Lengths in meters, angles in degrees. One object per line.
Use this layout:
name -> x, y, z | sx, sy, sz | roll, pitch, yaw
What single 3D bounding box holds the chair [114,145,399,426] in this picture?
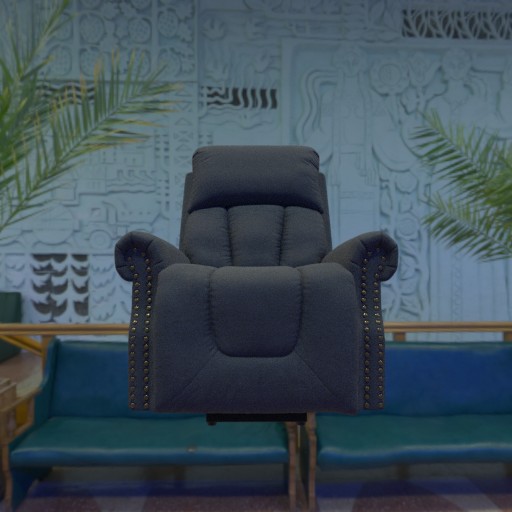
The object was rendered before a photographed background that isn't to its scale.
chair -> 0.000, 0.000, 1.706 | 0.871, 1.031, 0.979 | 0, 1, 0
